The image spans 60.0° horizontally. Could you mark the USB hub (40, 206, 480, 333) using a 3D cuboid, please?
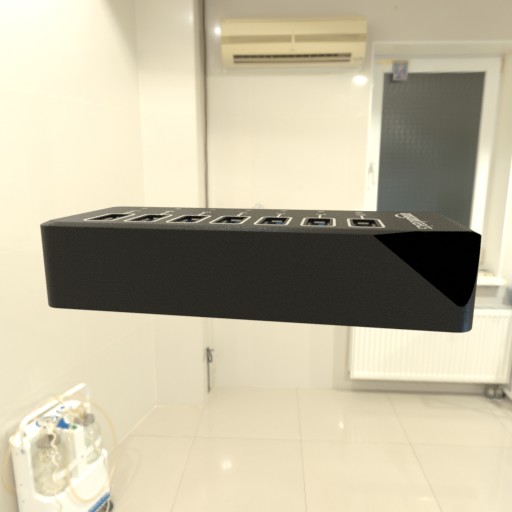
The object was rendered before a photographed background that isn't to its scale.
[{"bbox_3d":[0.000,0.000,0.129,0.110,0.023,0.044,2,12,10],"label":"USB hub"}]
